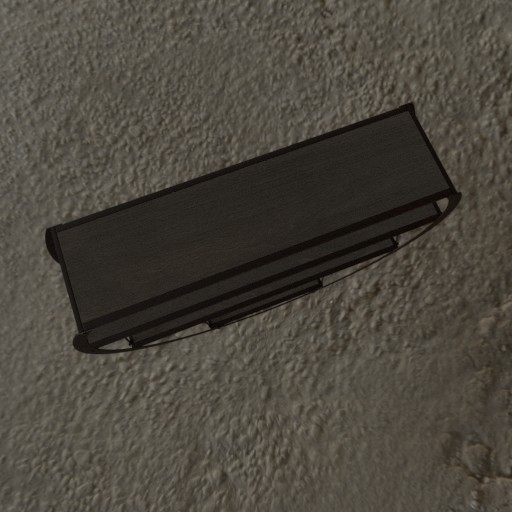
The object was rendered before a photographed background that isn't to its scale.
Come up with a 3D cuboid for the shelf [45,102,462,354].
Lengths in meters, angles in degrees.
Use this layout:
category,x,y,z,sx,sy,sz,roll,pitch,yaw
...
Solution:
category,x,y,z,sx,sy,sz,roll,pitch,yaw
shelf,0.000,0.000,1.853,1.403,1.063,0.344,-20,76,-5
